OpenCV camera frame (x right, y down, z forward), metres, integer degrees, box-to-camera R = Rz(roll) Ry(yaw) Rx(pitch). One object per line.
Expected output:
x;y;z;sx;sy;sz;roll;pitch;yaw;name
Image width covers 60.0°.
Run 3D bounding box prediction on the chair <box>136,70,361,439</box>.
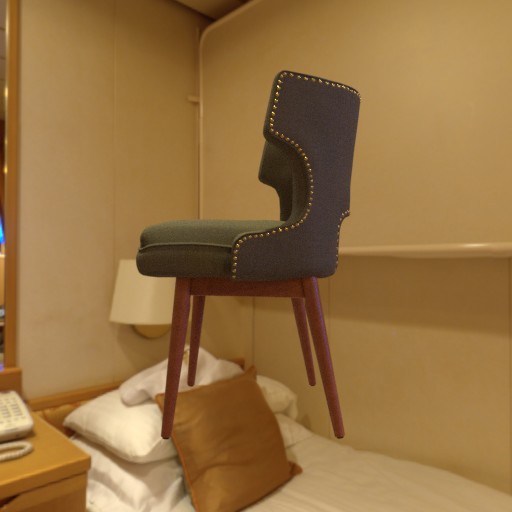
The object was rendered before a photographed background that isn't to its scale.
0.000;0.000;1.266;0.581;0.863;0.595;0;-1;-1;chair
